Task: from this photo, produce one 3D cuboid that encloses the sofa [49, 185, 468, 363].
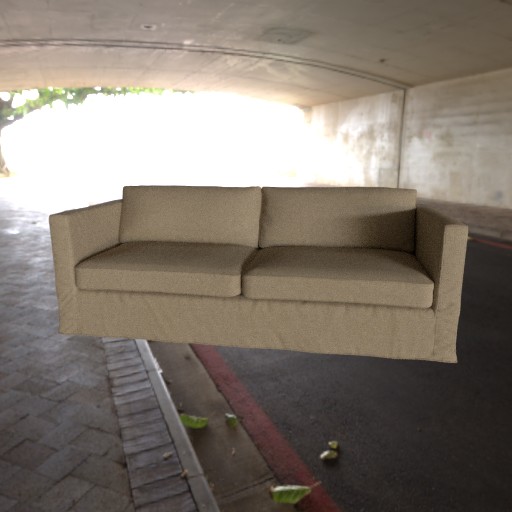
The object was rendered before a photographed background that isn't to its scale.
[{"bbox_3d":[0.000,0.000,2.822,2.296,0.847,0.956,2,14,9],"label":"sofa"}]
